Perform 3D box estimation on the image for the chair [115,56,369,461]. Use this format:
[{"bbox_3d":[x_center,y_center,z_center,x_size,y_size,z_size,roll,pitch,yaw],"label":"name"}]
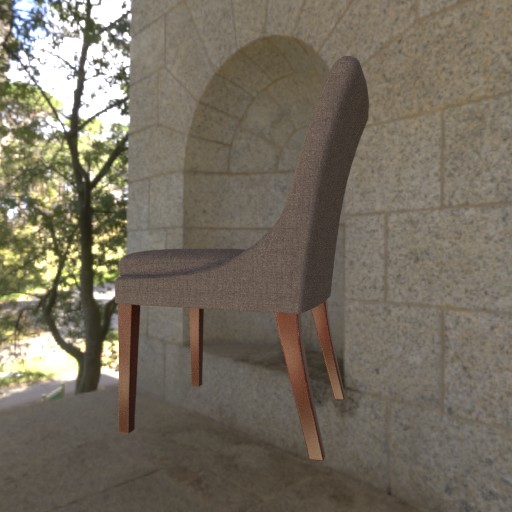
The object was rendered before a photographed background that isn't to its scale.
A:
[{"bbox_3d":[0.000,0.000,1.331,0.655,0.952,0.508,0,0,17],"label":"chair"}]
